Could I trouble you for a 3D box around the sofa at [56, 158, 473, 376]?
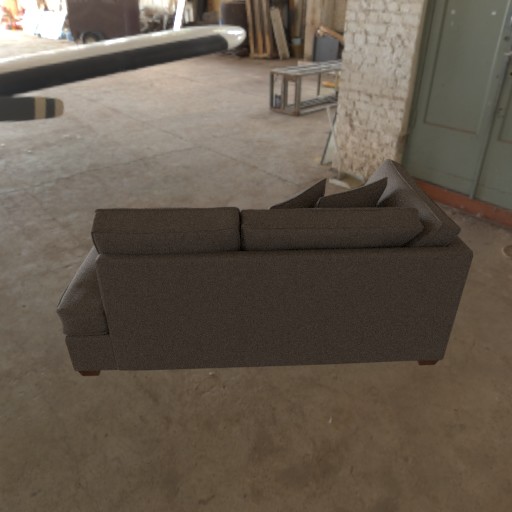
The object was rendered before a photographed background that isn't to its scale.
[{"bbox_3d":[0.000,0.000,2.875,2.237,1.033,1.110,-1,31,-2],"label":"sofa"}]
